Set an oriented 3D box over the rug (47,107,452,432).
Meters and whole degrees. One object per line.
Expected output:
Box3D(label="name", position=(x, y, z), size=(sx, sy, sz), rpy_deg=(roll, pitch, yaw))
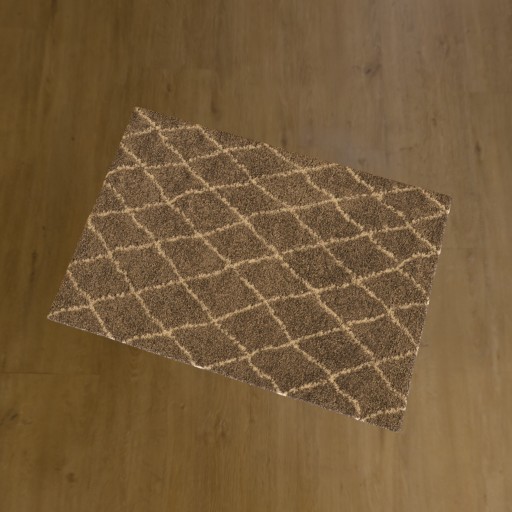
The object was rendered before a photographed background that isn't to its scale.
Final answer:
Box3D(label="rug", position=(0.000, 0.000, 2.254), size=(1.778, 0.030, 1.219), rpy_deg=(17, 77, 4))
